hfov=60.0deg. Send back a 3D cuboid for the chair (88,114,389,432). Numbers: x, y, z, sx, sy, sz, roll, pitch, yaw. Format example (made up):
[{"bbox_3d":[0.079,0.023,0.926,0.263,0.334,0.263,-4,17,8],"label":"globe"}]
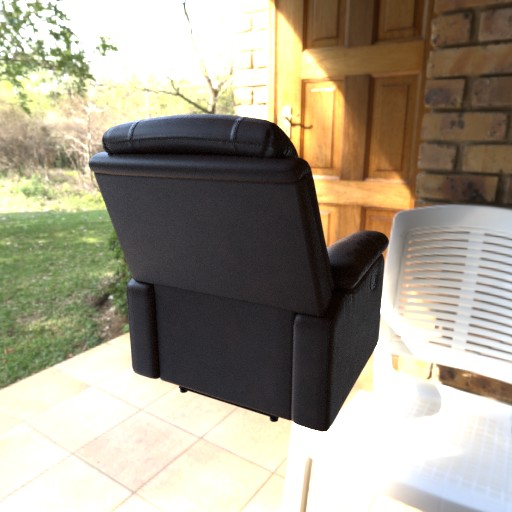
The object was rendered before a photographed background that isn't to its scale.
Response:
[{"bbox_3d":[0.000,0.000,1.670,0.855,0.992,0.919,8,17,27],"label":"chair"}]
